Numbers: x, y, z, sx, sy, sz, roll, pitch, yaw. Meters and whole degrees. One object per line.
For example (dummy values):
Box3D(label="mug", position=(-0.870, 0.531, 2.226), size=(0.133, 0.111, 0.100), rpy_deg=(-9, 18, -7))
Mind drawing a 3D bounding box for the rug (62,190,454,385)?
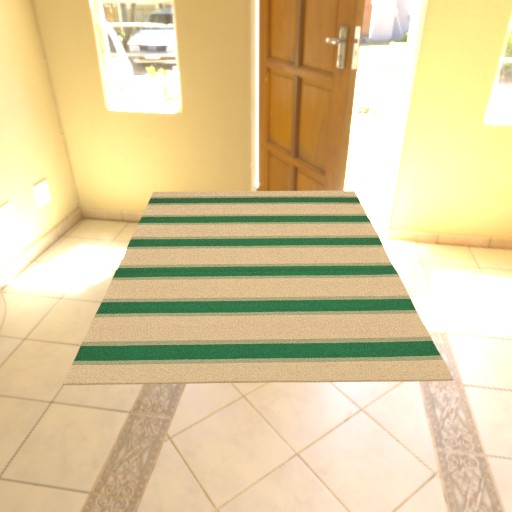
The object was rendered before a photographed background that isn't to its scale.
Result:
Box3D(label="rug", position=(0.000, 0.000, 4.045), size=(2.434, 0.019, 3.041), rpy_deg=(0, 31, -1))
